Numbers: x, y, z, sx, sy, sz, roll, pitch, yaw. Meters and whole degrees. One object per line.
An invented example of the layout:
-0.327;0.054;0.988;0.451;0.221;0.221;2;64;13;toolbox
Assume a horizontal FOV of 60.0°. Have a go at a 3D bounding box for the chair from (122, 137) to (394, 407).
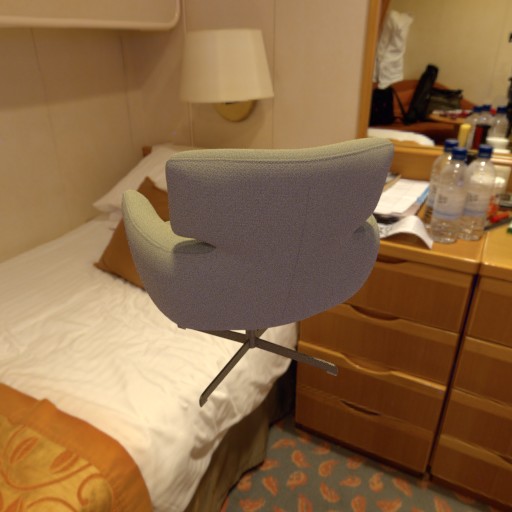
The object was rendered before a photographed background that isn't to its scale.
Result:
0.000;0.000;1.386;0.760;0.810;0.730;-8;27;-16;chair
